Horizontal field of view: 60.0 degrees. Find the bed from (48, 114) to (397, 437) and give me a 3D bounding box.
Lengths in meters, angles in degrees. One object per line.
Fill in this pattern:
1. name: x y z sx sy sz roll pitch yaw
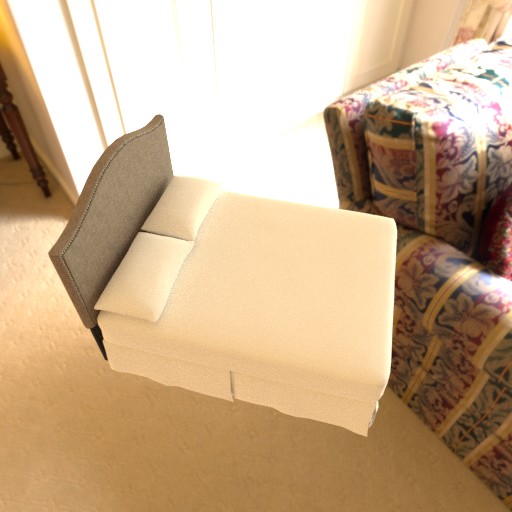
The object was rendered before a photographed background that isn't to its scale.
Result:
1. bed: 0.000 0.000 3.352 2.153 1.518 1.713 10 48 9
